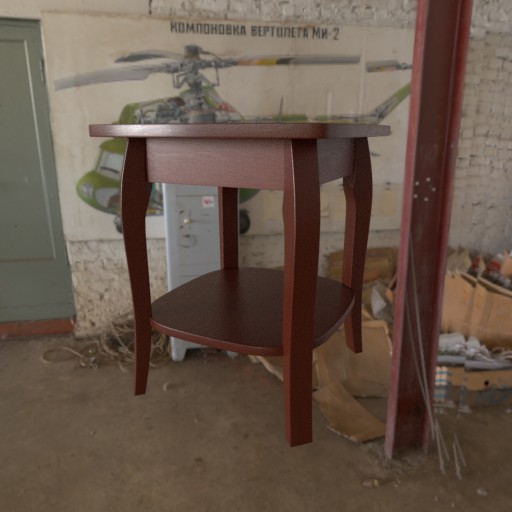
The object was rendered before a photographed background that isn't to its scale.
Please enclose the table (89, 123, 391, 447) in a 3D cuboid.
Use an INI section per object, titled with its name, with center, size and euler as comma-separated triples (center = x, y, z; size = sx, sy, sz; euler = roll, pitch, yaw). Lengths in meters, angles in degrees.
[table]
center = 0.000, 0.000, 0.876
size = 0.433, 0.496, 0.502
euler = 8, 18, 25
